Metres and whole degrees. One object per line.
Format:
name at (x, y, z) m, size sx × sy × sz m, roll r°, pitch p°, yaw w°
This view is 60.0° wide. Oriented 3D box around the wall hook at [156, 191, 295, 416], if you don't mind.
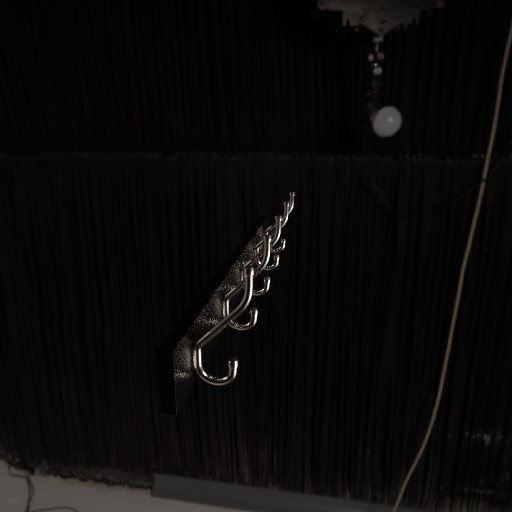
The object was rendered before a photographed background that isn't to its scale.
wall hook at (0.000, 0.000, 0.619) m, size 0.071 × 0.117 × 0.571 m, roll 3°, pitch 16°, yaw 9°
